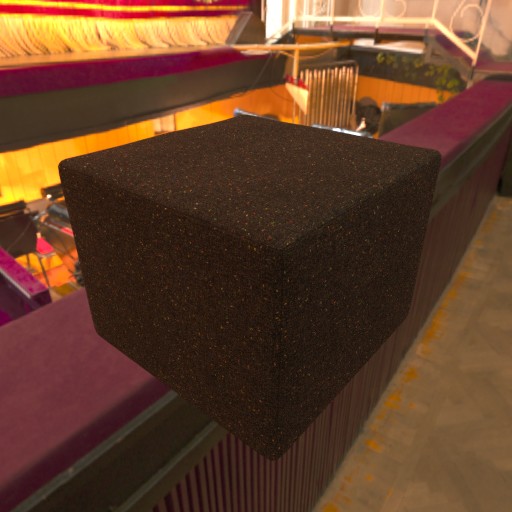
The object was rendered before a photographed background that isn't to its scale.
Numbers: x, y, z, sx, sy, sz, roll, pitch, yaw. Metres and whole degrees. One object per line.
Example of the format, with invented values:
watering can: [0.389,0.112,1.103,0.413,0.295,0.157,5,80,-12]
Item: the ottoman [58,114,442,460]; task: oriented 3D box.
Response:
ottoman: [0.000,0.000,0.885,0.508,0.432,0.508,23,36,34]
